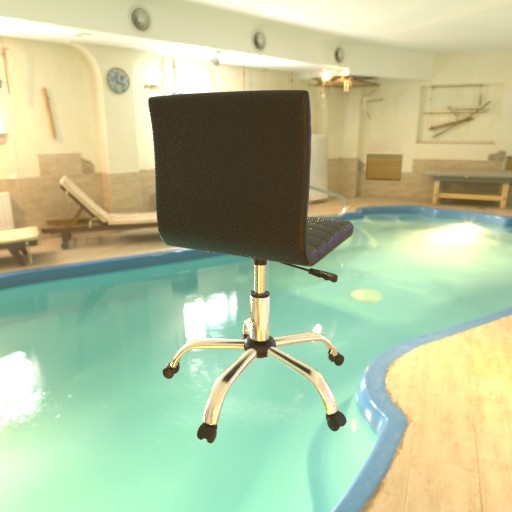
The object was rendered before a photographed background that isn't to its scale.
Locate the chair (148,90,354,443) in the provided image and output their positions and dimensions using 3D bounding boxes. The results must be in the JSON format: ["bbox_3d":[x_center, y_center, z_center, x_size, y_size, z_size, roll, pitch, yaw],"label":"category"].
[{"bbox_3d":[0.000,0.000,1.150,0.556,0.780,0.530,8,18,27],"label":"chair"}]
